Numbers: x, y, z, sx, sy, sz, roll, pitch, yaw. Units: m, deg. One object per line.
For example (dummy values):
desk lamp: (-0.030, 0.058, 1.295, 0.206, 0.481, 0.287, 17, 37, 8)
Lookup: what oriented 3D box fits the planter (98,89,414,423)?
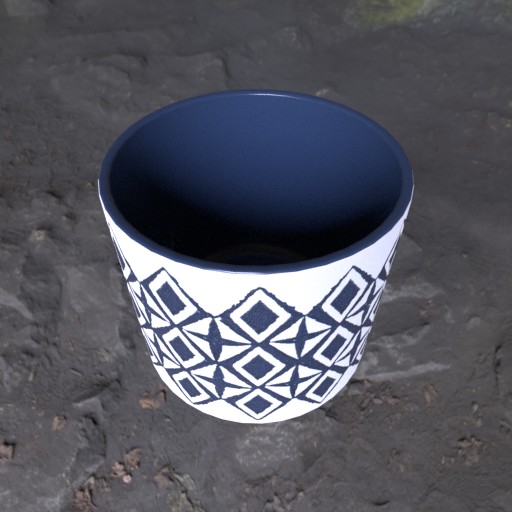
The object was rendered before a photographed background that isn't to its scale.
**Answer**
planter: (0.000, 0.000, 0.319, 0.182, 0.165, 0.182, 0, 46, 0)
